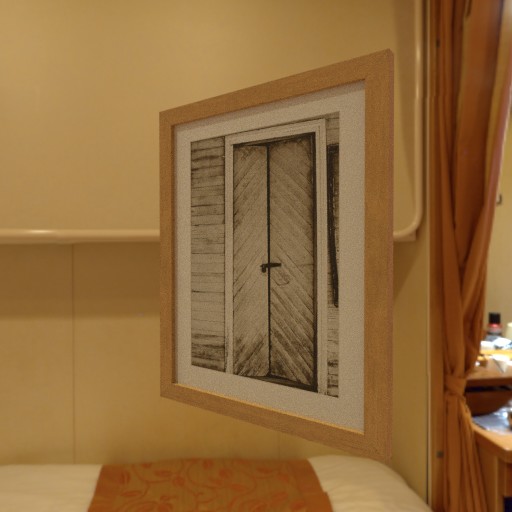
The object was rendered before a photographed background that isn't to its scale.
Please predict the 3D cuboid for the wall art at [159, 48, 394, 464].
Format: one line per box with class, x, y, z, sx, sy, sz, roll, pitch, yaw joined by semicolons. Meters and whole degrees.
wall art;0.000;0.000;0.744;0.460;0.561;0.020;1;1;37
